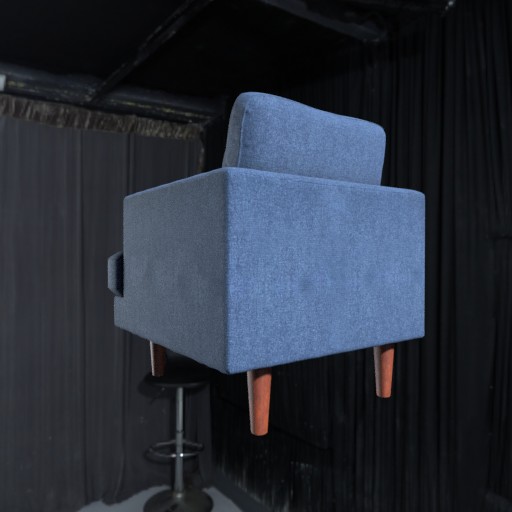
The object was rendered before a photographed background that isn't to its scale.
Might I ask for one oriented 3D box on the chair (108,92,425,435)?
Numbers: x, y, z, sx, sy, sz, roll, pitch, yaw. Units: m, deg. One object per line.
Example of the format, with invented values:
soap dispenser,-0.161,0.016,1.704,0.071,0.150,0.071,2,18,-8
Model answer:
chair,0.000,0.000,1.668,0.858,0.957,0.899,-1,1,-36
